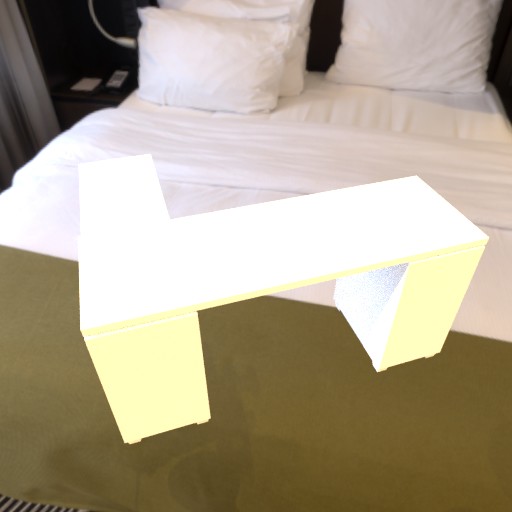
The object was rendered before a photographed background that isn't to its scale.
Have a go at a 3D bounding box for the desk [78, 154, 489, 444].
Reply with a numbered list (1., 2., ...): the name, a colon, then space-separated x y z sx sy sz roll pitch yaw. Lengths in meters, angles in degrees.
1. desk: 0.000 0.000 2.231 1.524 0.759 1.199 -12 42 -13
